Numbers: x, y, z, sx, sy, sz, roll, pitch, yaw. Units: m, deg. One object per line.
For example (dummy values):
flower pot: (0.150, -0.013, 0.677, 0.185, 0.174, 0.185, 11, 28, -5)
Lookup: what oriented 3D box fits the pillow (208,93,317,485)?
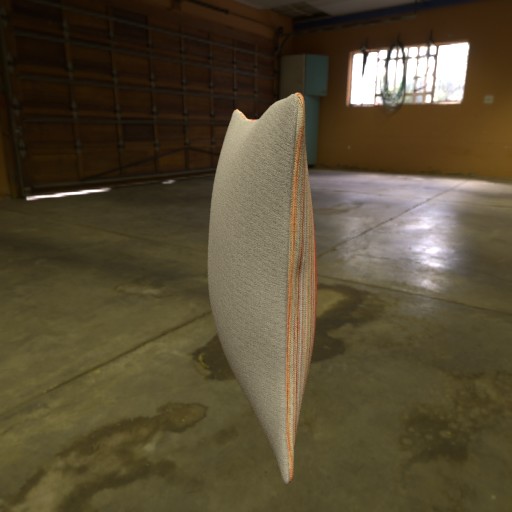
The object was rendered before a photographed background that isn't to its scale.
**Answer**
pillow: (0.000, 0.000, 0.642, 0.136, 0.419, 0.437, -3, 16, -10)
